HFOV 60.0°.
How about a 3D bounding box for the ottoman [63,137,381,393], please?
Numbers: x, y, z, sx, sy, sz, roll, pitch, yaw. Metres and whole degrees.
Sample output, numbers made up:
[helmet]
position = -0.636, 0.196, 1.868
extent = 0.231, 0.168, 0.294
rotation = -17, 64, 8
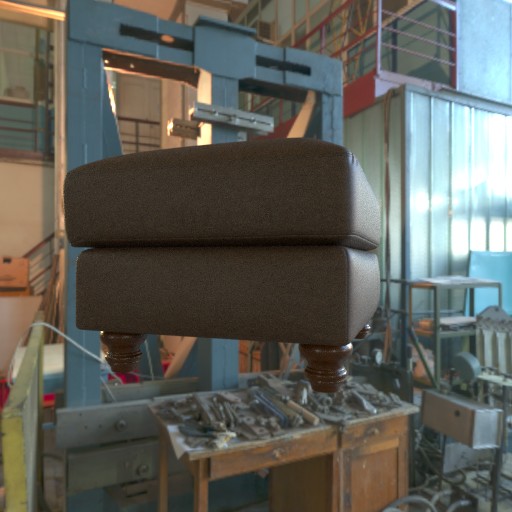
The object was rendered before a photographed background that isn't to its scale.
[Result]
[ottoman]
position = 0.000, 0.000, 1.198
extent = 0.635, 0.508, 0.787
rotation = 0, 0, 19
